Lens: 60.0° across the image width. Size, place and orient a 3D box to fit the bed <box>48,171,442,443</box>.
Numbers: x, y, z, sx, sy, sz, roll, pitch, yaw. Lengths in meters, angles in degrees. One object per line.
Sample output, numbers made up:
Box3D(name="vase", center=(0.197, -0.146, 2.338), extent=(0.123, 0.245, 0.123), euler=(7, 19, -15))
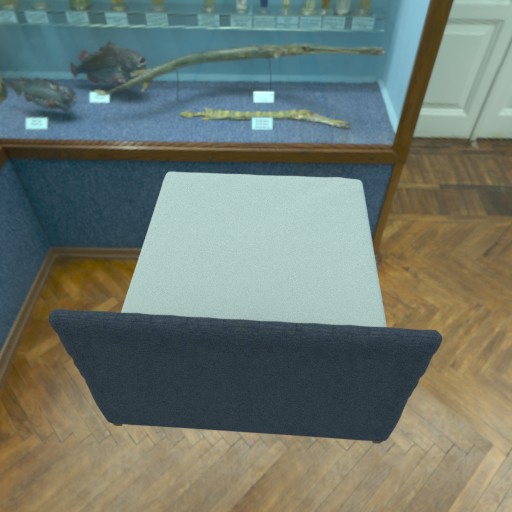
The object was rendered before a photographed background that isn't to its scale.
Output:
Box3D(name="bed", center=(0.000, 0.000, 3.580), extent=(2.078, 1.427, 2.387), euler=(3, 48, 3))
